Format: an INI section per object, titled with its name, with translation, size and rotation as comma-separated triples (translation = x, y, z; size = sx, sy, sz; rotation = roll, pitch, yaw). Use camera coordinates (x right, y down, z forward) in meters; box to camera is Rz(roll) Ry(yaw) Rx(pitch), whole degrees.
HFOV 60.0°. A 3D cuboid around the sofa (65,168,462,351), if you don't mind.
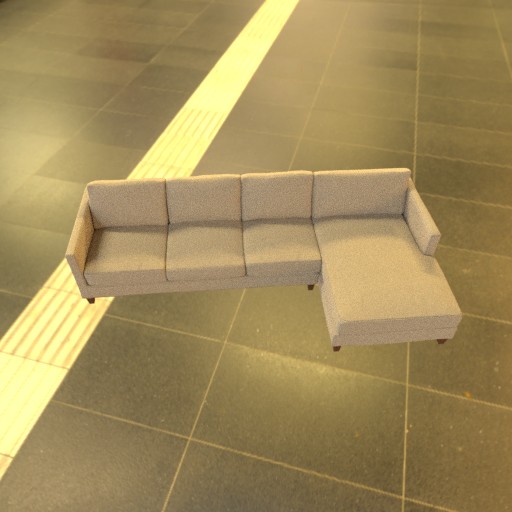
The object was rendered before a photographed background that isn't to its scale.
[sofa]
translation = 0.000, 0.000, 3.957
size = 3.186, 0.861, 1.625
rotation = -3, 46, -3
